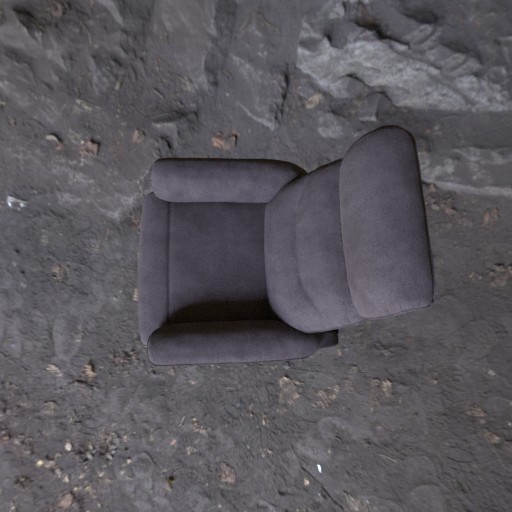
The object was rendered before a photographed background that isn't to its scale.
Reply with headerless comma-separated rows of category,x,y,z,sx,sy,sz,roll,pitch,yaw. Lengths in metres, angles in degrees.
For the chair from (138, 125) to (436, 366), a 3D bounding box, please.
chair,0.000,0.000,1.768,1.009,1.036,0.830,-2,76,-1
